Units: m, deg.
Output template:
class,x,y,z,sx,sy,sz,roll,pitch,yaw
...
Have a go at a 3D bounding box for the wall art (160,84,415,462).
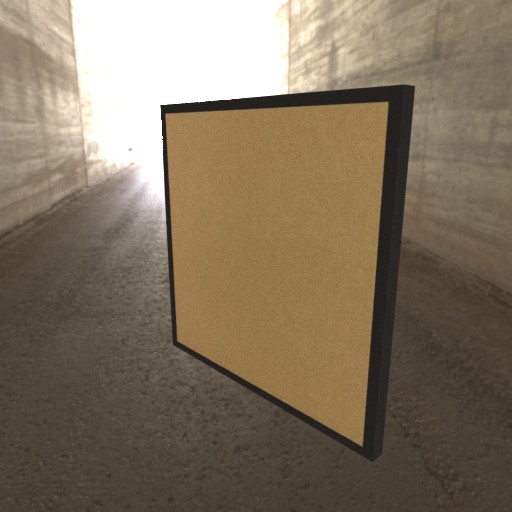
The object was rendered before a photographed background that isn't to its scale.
class,x,y,z,sx,sy,sz,roll,pitch,yaw
wall art,0.000,0.000,1.126,0.037,0.760,0.762,-14,21,-42
